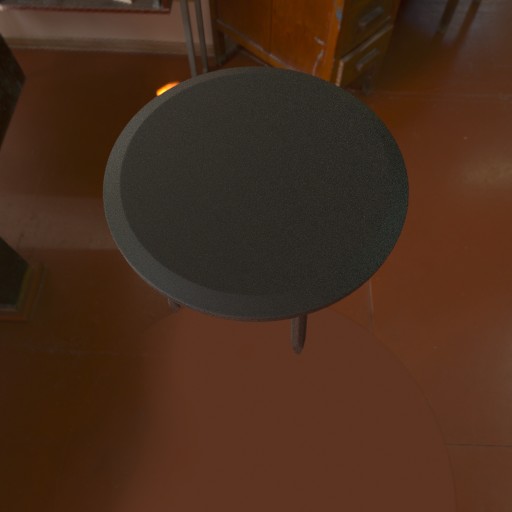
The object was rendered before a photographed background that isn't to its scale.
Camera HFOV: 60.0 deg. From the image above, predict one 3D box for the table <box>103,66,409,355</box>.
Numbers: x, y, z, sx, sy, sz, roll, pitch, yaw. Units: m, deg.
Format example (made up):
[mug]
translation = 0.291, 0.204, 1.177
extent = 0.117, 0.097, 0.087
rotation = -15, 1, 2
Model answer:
[table]
translation = 0.000, 0.000, 0.923
extent = 0.457, 0.585, 0.457
rotation = 0, 64, 0
